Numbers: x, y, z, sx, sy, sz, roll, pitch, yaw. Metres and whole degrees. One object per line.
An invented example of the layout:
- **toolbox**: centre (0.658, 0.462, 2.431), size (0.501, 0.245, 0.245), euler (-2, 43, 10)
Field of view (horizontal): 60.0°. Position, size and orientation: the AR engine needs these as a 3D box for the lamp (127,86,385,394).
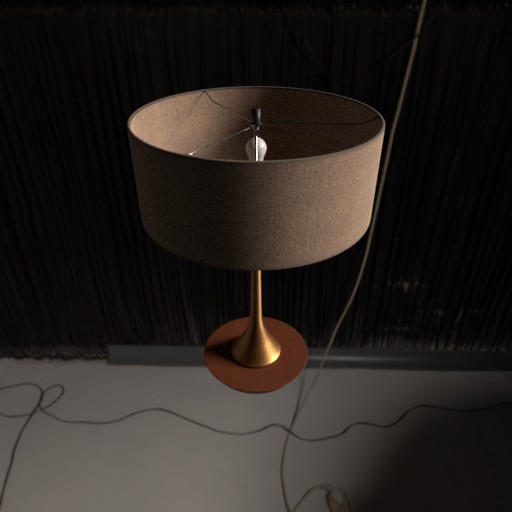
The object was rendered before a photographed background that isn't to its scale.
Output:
- **lamp**: centre (0.000, 0.000, 0.844), size (0.396, 0.551, 0.417), euler (0, 33, 0)
